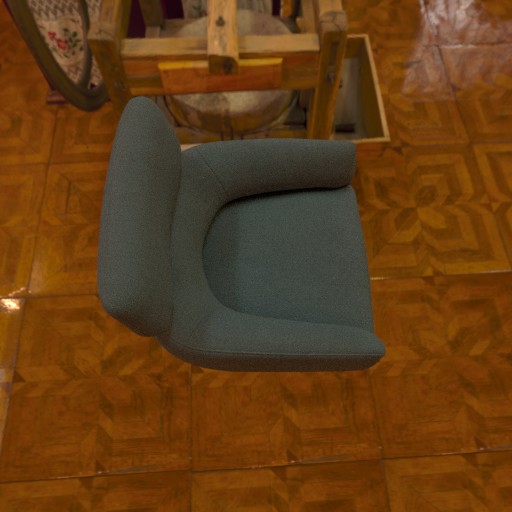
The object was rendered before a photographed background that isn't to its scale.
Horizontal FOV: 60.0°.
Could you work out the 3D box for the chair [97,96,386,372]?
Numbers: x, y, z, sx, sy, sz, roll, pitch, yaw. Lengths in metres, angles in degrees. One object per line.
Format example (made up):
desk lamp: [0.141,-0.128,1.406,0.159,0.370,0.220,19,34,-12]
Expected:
chair: [0.000,0.000,1.429,0.761,0.813,0.738,-1,65,-1]
